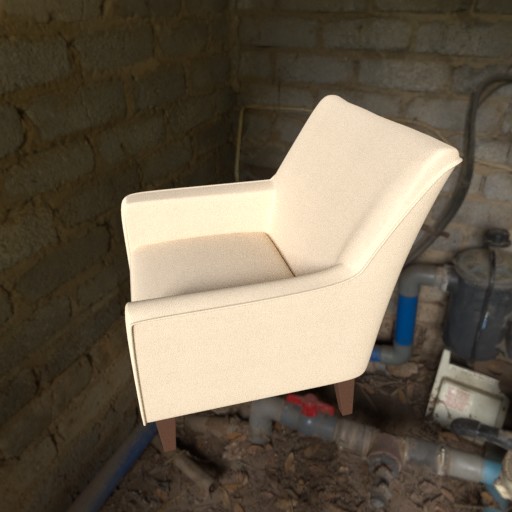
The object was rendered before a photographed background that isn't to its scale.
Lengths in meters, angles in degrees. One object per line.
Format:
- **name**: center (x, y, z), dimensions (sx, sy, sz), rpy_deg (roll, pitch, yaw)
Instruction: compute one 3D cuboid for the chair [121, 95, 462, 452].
- **chair**: center (0.000, 0.000, 1.549), dimensions (0.899, 0.919, 0.780), rpy_deg (-8, 31, -13)
